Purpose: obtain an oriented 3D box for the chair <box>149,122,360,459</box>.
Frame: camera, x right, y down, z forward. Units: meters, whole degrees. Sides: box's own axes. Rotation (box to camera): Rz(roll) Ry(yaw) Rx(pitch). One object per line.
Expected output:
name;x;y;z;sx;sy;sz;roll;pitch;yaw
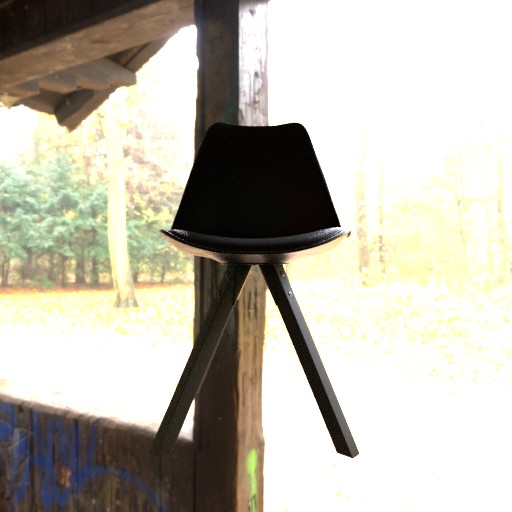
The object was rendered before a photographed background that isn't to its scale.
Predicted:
chair;0.000;0.000;1.171;0.485;0.850;0.530;0;0;1
